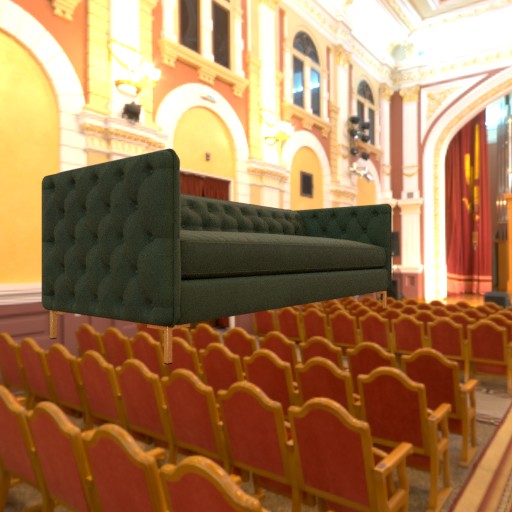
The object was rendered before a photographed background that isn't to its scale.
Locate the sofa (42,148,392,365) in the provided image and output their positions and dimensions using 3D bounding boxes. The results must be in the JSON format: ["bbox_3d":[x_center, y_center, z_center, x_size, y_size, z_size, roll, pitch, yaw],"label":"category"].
[{"bbox_3d":[0.000,0.000,2.654,0.895,0.771,2.209,0,0,37],"label":"sofa"}]
